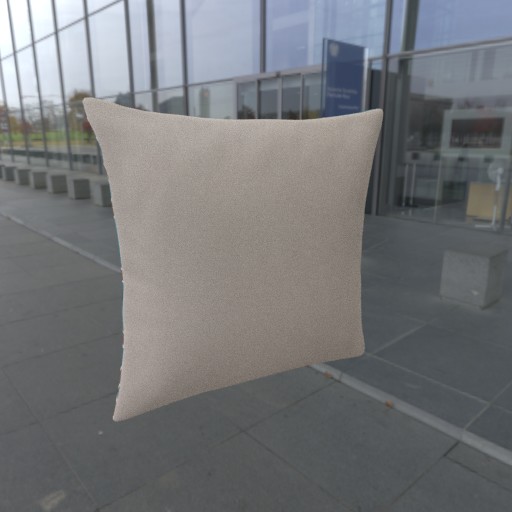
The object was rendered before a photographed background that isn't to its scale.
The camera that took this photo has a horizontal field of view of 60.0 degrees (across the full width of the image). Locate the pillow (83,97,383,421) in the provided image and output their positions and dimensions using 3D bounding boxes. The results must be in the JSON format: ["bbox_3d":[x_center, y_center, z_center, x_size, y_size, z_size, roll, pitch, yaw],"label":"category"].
[{"bbox_3d":[0.000,0.000,0.778,0.526,0.507,0.166,-7,17,-26],"label":"pillow"}]
